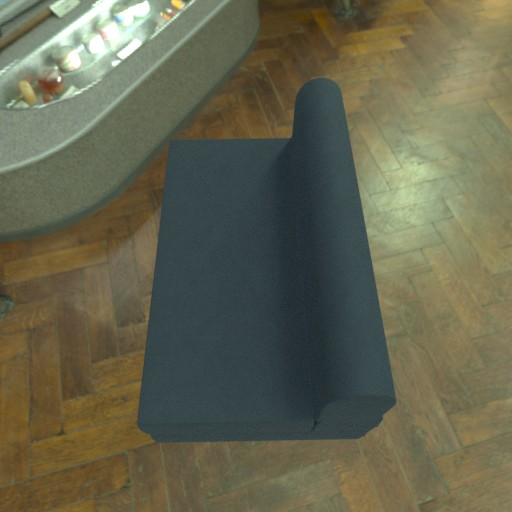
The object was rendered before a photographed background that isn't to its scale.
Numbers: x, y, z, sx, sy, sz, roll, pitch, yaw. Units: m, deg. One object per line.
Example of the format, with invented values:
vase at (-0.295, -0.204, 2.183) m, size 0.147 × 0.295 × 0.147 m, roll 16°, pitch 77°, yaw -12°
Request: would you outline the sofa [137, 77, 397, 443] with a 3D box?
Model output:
sofa at (0.000, 0.000, 1.669) m, size 0.762 × 0.660 × 1.219 m, roll -1°, pitch 59°, yaw -1°
